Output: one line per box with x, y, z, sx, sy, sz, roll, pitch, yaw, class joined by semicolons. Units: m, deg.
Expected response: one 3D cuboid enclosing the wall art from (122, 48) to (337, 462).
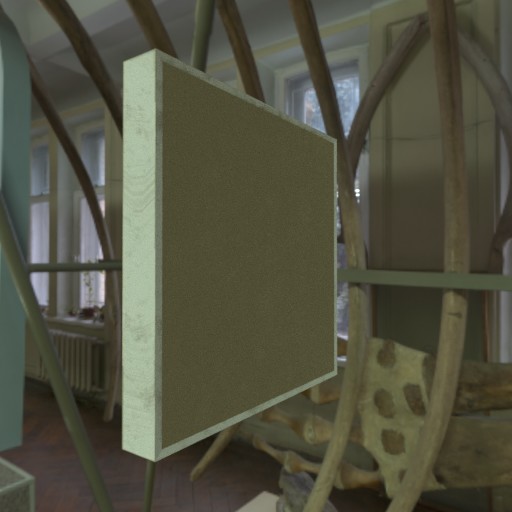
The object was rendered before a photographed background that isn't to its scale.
0.000;0.000;0.459;0.038;0.303;0.305;0;-1;36;wall art
